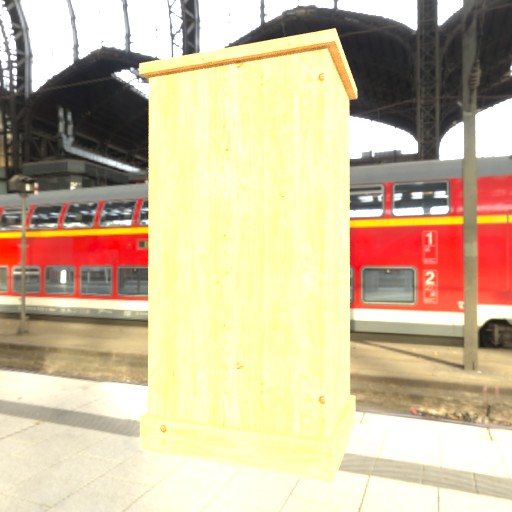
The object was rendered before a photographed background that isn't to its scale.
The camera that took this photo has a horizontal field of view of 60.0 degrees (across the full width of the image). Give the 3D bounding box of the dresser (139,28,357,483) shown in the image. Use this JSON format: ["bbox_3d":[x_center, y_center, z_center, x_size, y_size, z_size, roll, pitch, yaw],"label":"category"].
[{"bbox_3d":[0.000,0.000,1.288,0.531,1.041,0.390,0,-1,20],"label":"dresser"}]
